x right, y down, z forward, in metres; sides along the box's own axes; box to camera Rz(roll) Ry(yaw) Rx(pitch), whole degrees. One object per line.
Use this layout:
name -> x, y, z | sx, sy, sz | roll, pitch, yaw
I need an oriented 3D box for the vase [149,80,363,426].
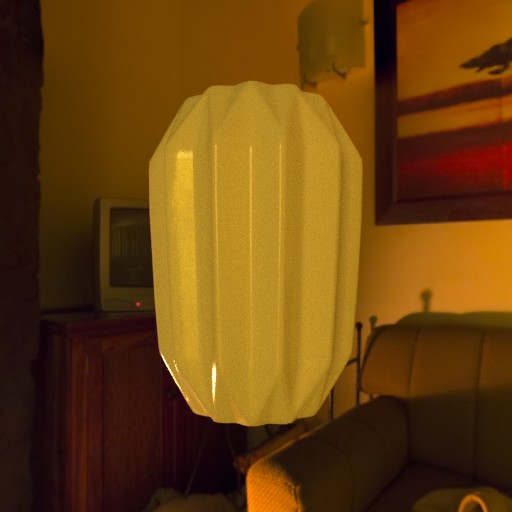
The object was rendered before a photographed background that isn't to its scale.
vase -> 0.000, 0.000, 0.412 | 0.195, 0.275, 0.195 | 0, -2, 0
